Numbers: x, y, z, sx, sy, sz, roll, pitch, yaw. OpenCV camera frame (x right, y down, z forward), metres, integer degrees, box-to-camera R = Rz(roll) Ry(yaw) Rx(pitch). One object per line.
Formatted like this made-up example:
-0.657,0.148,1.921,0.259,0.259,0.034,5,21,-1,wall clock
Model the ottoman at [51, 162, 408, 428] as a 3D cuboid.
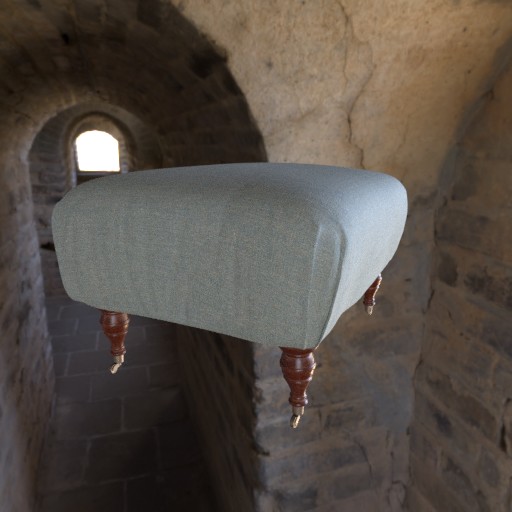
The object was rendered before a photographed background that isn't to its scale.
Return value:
0.000,0.000,1.102,0.622,0.450,0.747,7,16,26,ottoman
